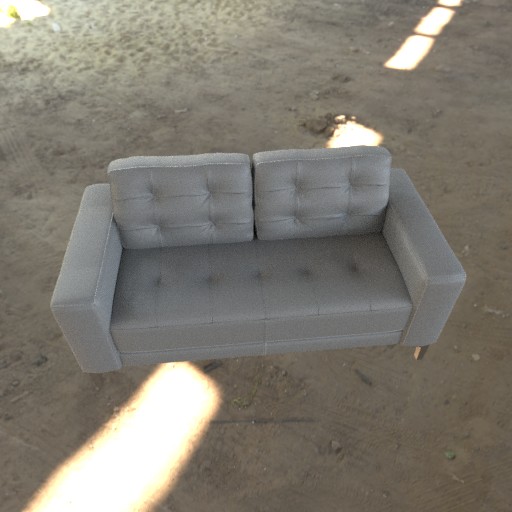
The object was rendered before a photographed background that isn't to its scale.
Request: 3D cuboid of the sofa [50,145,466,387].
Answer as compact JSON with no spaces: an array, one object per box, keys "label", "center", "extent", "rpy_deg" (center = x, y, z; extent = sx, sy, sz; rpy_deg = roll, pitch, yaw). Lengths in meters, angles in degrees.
[{"label":"sofa","center":[0.000,0.000,2.189],"extent":[1.726,0.892,0.833],"rpy_deg":[-4,45,-4]}]
